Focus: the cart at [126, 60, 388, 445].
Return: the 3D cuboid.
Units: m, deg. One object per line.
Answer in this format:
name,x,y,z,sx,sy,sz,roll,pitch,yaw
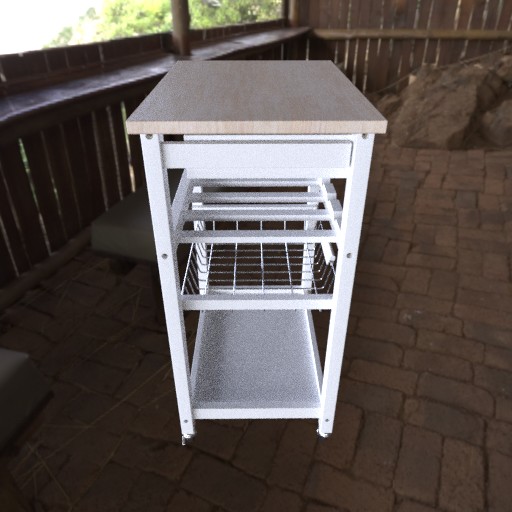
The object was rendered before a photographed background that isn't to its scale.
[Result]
cart,0.000,0.000,1.156,0.406,0.857,0.578,0,32,0
